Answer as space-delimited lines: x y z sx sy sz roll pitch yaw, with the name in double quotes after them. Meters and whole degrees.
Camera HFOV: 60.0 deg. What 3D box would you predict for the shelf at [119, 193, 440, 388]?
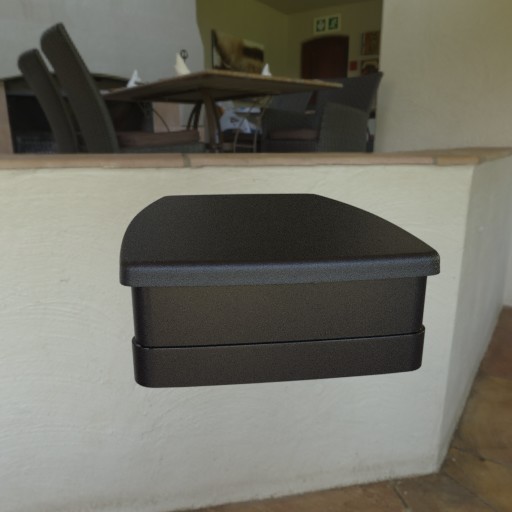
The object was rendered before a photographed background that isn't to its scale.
0.000 0.000 0.522 0.280 0.100 0.410 -2 15 -7 "shelf"
